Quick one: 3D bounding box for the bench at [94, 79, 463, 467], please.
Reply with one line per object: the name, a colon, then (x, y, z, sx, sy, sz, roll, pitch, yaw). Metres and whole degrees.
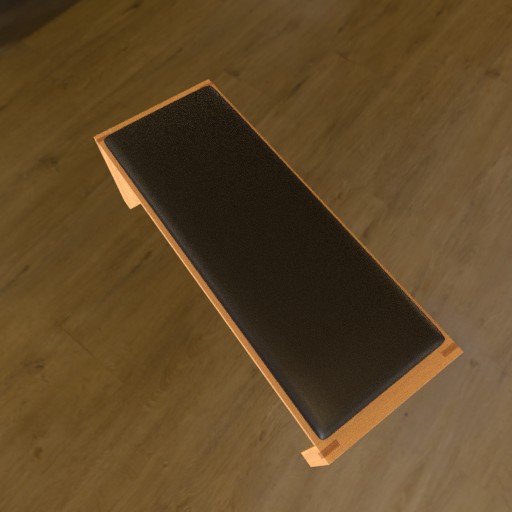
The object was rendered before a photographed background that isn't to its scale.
bench: (0.000, 0.000, 1.446, 0.450, 0.430, 1.202, -33, 68, -15)
